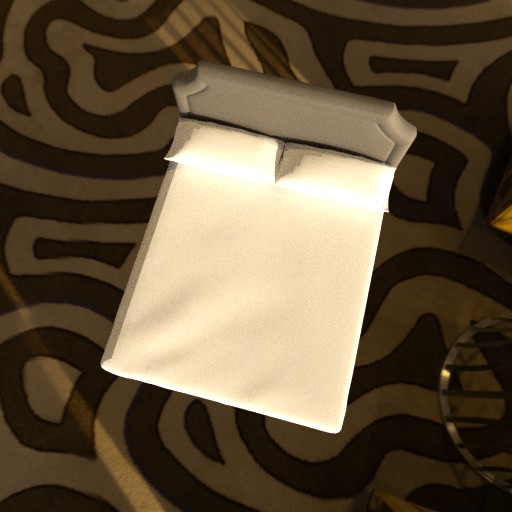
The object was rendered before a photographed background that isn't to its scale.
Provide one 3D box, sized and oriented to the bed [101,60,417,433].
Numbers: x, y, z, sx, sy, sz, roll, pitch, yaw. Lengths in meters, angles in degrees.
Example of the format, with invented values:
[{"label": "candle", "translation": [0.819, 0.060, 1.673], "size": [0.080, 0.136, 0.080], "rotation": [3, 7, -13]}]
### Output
[{"label": "bed", "translation": [0.000, 0.000, 3.872], "size": [2.194, 1.561, 2.536], "rotation": [14, 75, 4]}]
